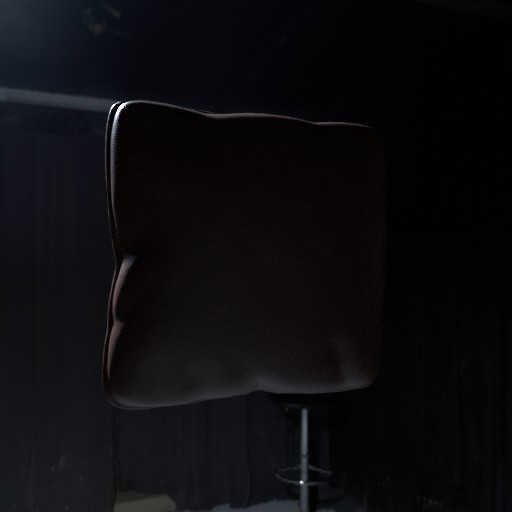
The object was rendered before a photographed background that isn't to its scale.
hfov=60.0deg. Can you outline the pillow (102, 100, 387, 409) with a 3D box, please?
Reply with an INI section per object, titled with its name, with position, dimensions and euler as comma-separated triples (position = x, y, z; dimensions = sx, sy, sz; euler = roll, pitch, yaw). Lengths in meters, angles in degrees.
[pillow]
position = 0.000, 0.000, 0.813
dimensions = 0.532, 0.523, 0.236
euler = 0, 0, -18
